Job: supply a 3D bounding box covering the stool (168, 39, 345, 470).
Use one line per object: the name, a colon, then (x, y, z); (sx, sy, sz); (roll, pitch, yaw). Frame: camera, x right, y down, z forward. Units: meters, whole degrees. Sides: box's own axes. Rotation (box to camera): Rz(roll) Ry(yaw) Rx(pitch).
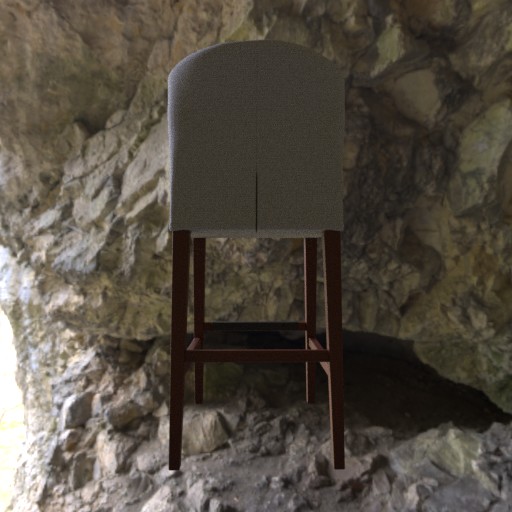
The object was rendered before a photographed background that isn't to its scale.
stool: (0.000, 0.000, 1.361); (0.481, 1.069, 0.568); (0, 0, -1)
